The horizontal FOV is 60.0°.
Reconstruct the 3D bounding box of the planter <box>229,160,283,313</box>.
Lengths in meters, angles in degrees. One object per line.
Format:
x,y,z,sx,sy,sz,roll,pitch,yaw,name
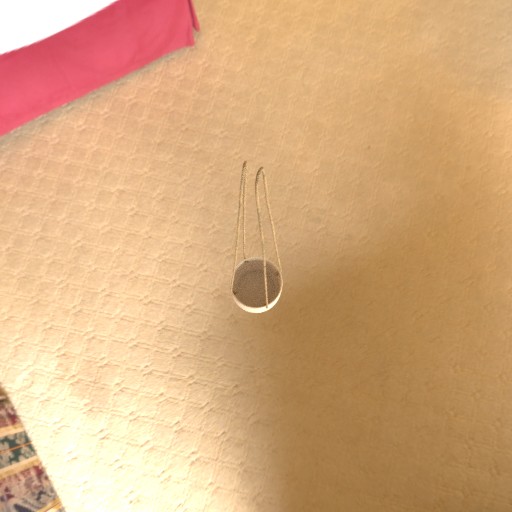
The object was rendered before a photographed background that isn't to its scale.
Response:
0.000,0.000,0.927,0.146,0.841,0.146,20,77,5,planter
